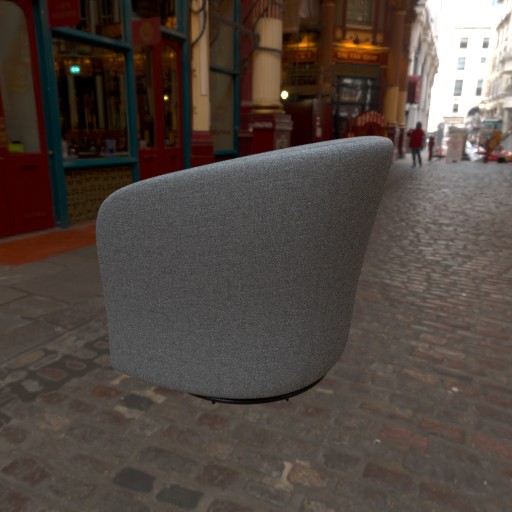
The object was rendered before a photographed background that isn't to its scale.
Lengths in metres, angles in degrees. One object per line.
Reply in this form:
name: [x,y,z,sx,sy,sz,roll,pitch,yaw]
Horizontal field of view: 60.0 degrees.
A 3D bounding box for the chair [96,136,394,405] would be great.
chair: [0.000,0.000,1.470,0.815,0.771,0.791,8,17,25]
